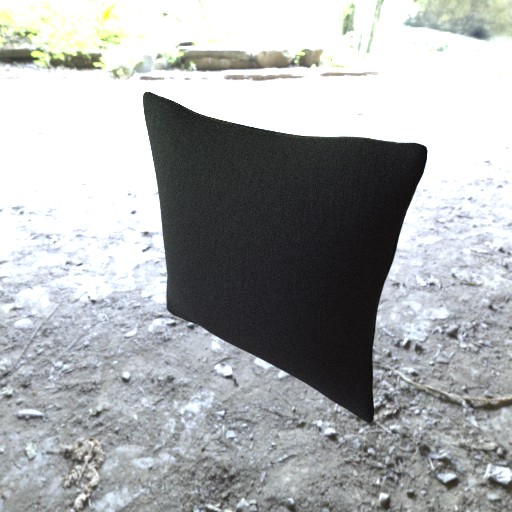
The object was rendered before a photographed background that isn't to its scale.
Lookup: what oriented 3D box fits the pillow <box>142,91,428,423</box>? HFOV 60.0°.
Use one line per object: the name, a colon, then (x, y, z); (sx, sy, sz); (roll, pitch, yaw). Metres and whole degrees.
pillow: (0.000, 0.000, 0.658); (0.437, 0.419, 0.136); (22, 38, 31)
